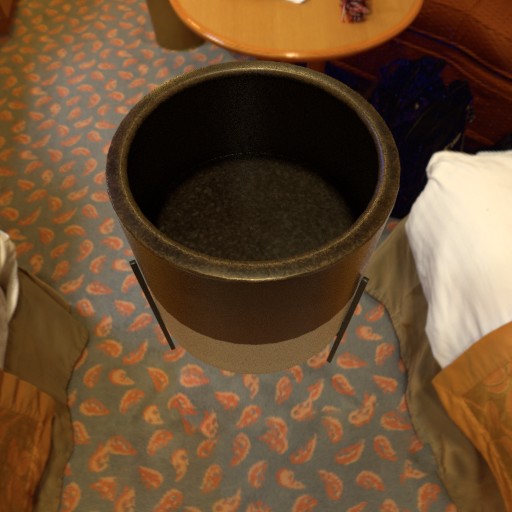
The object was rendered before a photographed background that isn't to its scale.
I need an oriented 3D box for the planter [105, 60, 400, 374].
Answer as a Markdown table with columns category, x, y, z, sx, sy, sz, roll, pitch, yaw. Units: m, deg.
| category | x | y | z | sx | sy | sz | roll | pitch | yaw |
| --- | --- | --- | --- | --- | --- | --- | --- | --- | --- |
| planter | 0.000 | 0.000 | 0.714 | 0.354 | 0.465 | 0.345 | 31 | 64 | 17 |
